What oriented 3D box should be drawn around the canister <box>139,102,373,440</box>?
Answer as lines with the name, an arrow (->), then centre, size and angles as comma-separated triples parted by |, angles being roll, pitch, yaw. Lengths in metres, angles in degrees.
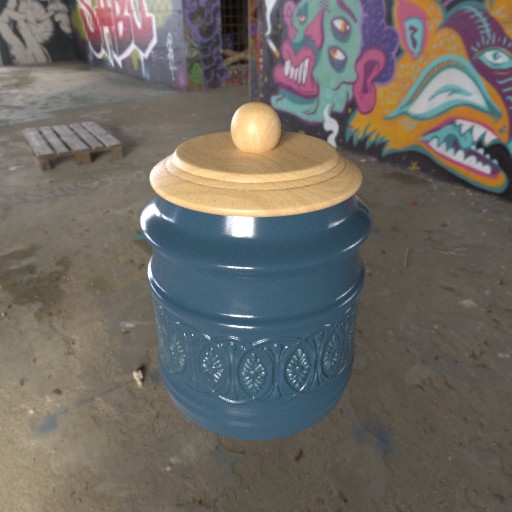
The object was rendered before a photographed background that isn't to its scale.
canister -> 0.000, 0.000, 0.266 | 0.130, 0.176, 0.130 | 0, 29, 0
